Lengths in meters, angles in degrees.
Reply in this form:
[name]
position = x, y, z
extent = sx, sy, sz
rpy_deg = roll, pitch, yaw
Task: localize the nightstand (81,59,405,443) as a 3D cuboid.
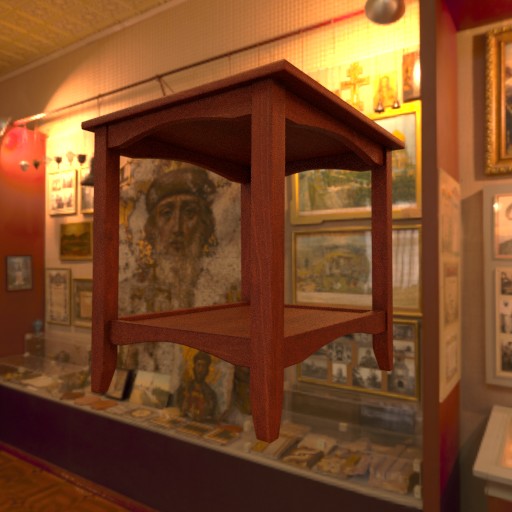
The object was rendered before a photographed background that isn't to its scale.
[nightstand]
position = 0.000, 0.000, 1.003
extent = 0.501, 0.558, 0.558
rpy_deg = 0, -1, 36
